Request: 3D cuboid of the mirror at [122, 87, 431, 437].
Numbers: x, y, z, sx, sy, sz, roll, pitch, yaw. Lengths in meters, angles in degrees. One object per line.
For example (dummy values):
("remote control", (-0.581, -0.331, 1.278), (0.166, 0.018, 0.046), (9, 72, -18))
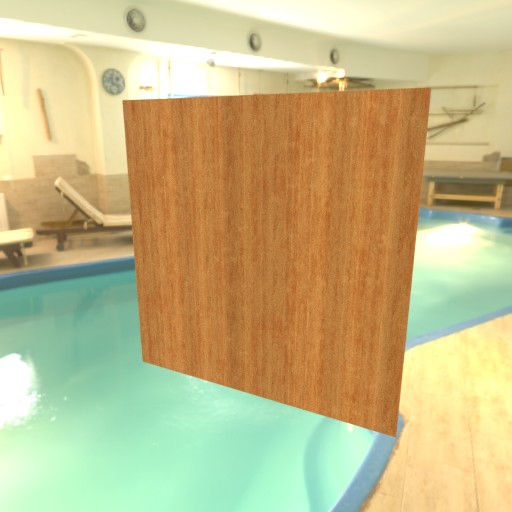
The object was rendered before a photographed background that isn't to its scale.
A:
("mirror", (0.000, 0.000, 0.955), (0.651, 0.651, 0.047), (8, 18, 26))
